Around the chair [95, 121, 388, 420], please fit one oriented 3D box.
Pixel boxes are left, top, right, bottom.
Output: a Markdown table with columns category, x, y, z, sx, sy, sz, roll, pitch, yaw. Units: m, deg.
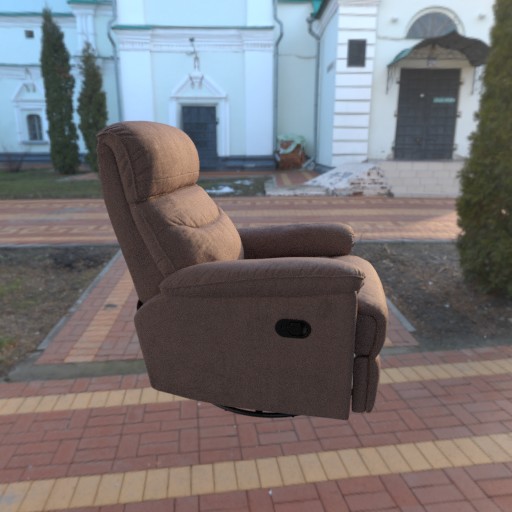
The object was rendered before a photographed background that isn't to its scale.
| category | x | y | z | sx | sy | sz | roll | pitch | yaw |
| --- | --- | --- | --- | --- | --- | --- | --- | --- | --- |
| chair | 0.000 | 0.000 | 1.774 | 1.004 | 1.037 | 0.820 | 2 | 15 | 9 |
